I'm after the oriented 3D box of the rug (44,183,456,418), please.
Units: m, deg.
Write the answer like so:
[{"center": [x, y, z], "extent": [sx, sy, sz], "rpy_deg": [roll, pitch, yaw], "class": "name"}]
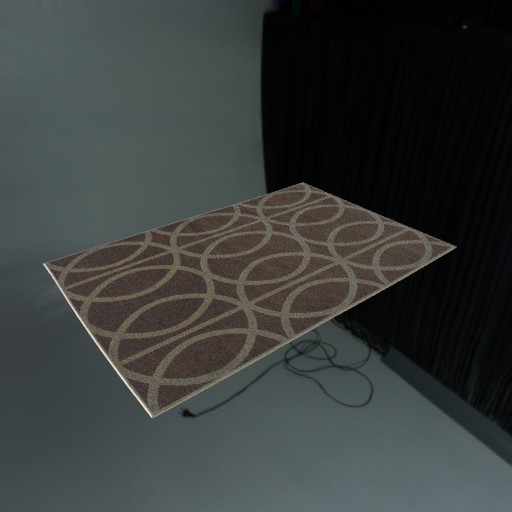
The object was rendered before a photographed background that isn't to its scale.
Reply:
[{"center": [0.000, 0.000, 2.920], "extent": [2.290, 0.014, 1.526], "rpy_deg": [-22, 37, -32], "class": "rug"}]
